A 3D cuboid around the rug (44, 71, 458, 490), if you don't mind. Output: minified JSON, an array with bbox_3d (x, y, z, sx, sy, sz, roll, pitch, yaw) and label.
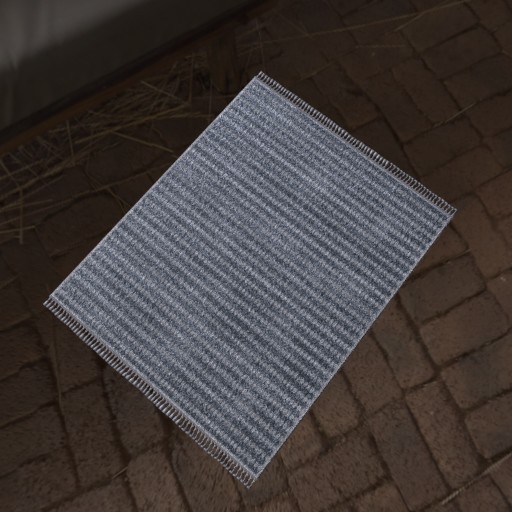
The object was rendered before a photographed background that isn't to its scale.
[{"bbox_3d":[0.000,0.000,3.820,2.256,0.013,2.910,38,79,9],"label":"rug"}]
